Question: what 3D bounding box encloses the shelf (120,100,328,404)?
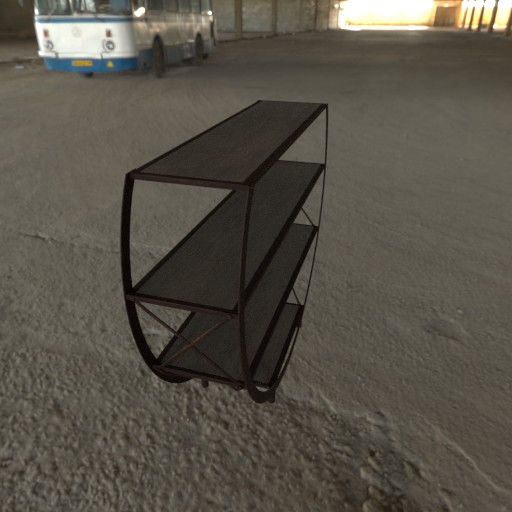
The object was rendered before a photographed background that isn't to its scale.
[{"bbox_3d":[0.000,0.000,1.876,0.344,1.063,1.403,8,30,15],"label":"shelf"}]
